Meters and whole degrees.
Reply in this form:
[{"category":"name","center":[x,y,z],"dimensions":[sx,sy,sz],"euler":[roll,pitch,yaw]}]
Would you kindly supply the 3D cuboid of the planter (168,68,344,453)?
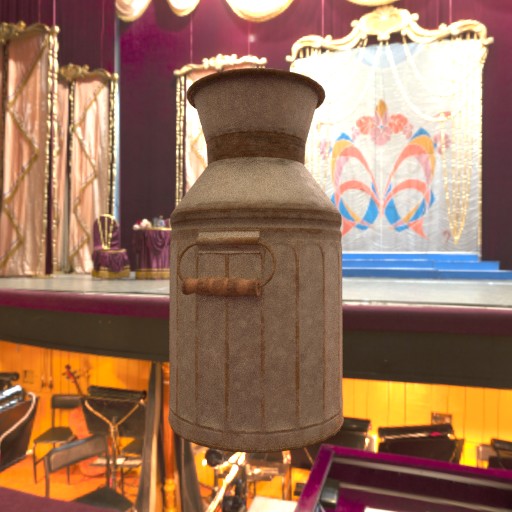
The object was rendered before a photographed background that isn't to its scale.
[{"category":"planter","center":[0.000,0.000,0.549],"dimensions":[0.214,0.396,0.245],"euler":[0,0,16]}]
